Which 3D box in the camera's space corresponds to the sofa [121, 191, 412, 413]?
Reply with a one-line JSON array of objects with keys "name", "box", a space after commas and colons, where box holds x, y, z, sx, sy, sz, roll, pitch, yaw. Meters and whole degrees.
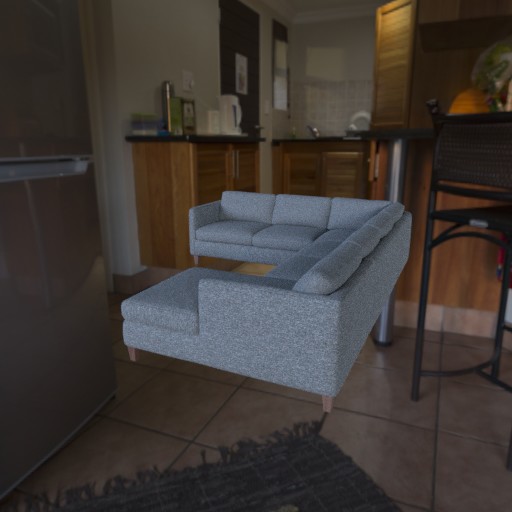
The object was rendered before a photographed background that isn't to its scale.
[{"name": "sofa", "box": [0.000, 0.000, 4.351, 2.551, 0.853, 3.238, 7, 17, 24]}]
